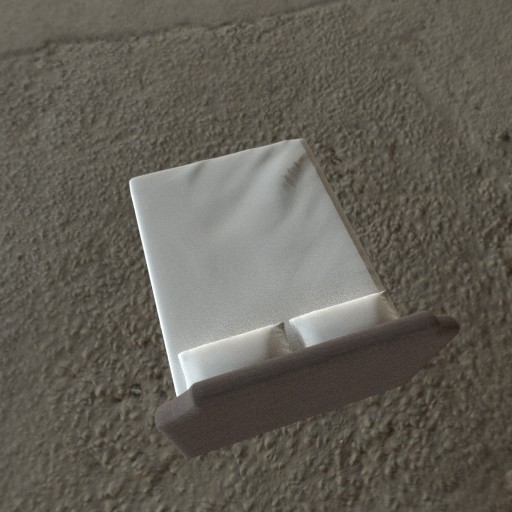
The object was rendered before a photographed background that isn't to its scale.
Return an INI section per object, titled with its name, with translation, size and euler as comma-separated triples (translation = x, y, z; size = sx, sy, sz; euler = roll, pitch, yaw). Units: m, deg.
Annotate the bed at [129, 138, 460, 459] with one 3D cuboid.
[bed]
translation = 0.000, 0.000, 3.167
size = 1.693, 1.290, 2.116
euler = -15, 60, -9
